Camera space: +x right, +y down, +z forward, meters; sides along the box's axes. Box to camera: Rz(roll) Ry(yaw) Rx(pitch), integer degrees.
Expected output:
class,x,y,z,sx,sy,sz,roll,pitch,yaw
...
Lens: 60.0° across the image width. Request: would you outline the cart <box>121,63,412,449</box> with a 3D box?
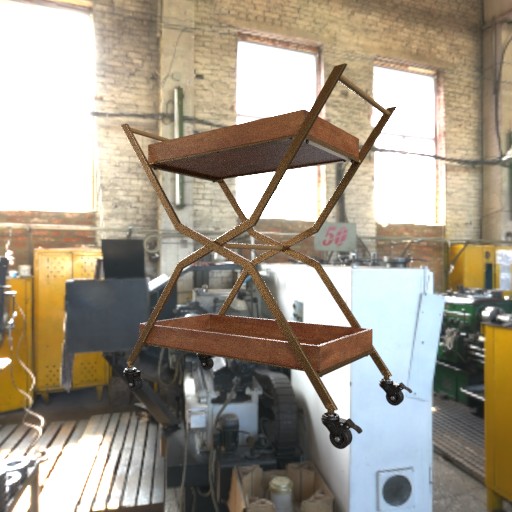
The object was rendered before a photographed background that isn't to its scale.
class,x,y,z,sx,sy,sz,roll,pitch,yaw
cart,0.000,0.000,1.368,0.836,0.869,0.405,0,-1,36
